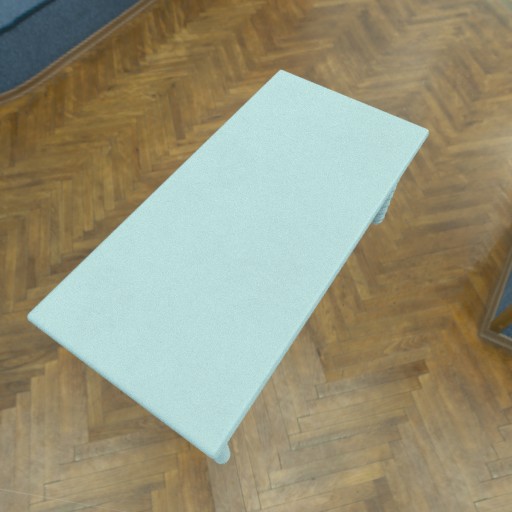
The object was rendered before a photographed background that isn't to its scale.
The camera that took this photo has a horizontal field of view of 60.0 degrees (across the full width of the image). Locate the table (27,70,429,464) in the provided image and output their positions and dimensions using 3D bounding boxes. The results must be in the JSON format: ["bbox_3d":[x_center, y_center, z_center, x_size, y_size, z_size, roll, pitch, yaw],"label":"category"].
[{"bbox_3d":[0.000,0.000,1.458,0.580,0.487,1.171,30,62,17],"label":"table"}]
